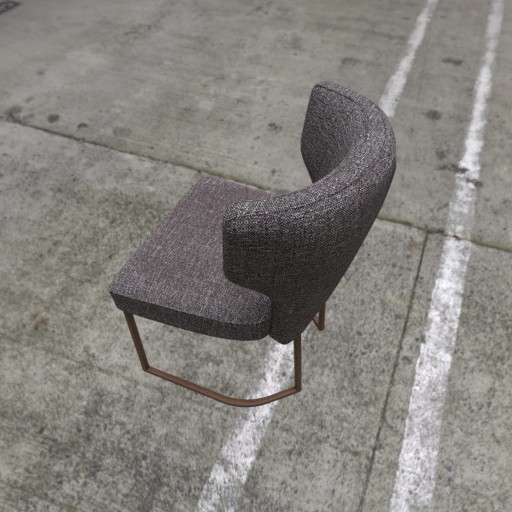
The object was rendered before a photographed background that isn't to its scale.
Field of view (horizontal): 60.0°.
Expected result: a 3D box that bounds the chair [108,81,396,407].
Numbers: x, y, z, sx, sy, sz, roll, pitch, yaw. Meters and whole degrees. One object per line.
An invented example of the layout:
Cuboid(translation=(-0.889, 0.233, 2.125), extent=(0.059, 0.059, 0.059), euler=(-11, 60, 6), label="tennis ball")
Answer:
Cuboid(translation=(0.000, 0.000, 1.252), extent=(0.617, 0.824, 0.611), euler=(16, 48, 16), label="chair")
